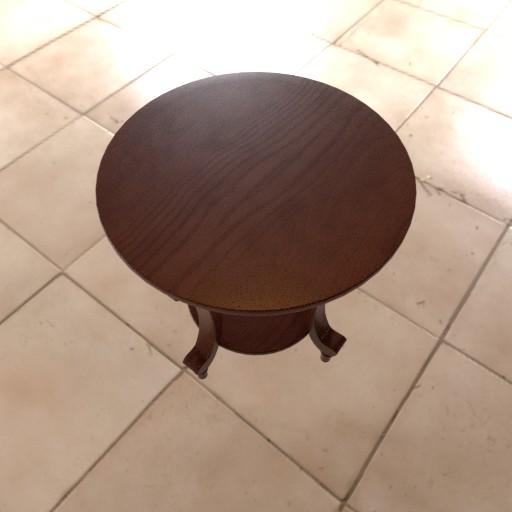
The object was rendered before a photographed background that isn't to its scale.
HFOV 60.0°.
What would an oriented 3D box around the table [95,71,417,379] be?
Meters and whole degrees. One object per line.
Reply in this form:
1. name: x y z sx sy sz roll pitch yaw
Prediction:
1. table: 0.000 0.000 1.093 0.597 0.612 0.597 0 57 0
